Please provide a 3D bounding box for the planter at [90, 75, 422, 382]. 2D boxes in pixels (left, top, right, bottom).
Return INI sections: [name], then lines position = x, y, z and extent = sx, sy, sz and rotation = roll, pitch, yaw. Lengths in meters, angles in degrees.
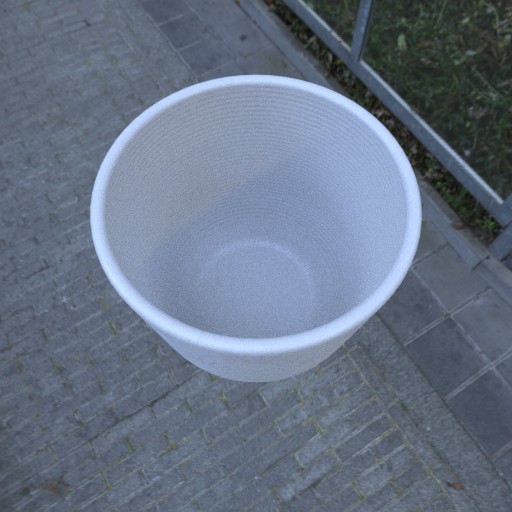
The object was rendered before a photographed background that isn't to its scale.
[planter]
position = 0.000, 0.000, 0.295
extent = 0.170, 0.152, 0.170
rotation = 0, 63, 0
